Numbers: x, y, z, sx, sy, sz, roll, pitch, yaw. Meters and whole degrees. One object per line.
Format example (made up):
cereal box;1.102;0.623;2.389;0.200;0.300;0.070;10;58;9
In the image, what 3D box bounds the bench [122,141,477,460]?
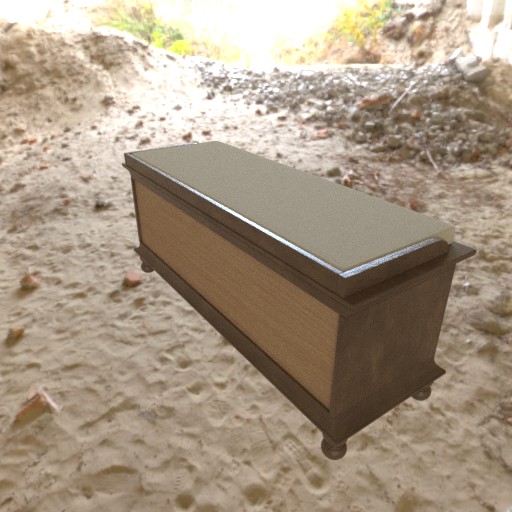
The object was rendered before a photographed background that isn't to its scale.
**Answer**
bench;0.000;0.000;1.433;0.402;0.501;1.185;-18;32;-31
